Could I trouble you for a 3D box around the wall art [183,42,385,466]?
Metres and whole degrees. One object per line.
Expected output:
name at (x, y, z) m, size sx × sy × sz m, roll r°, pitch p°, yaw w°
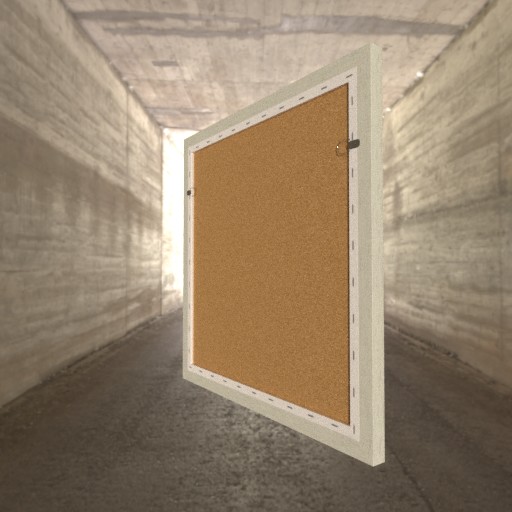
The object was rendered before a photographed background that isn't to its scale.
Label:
wall art at (0.000, 0.000, 1.486) m, size 0.045 × 1.016 × 1.016 m, roll 1°, pitch -2°, yaw -35°
